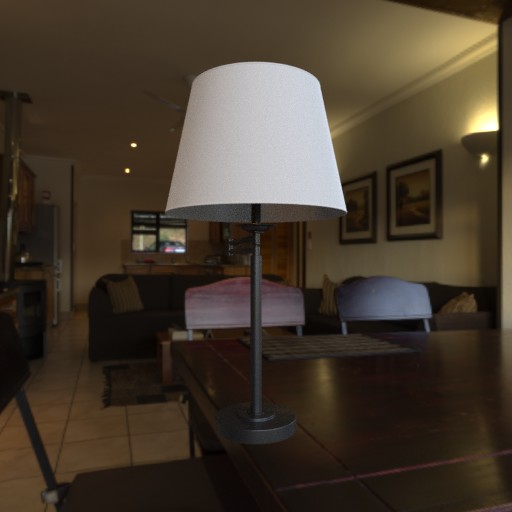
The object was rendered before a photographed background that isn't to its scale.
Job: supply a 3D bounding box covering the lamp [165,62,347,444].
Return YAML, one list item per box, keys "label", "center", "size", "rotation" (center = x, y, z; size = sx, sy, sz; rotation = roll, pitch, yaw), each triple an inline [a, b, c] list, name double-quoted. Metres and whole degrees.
- label: "lamp"
  center: [0.000, 0.000, 0.901]
  size: [0.363, 0.696, 0.363]
  rotation: [0, -1, 0]
